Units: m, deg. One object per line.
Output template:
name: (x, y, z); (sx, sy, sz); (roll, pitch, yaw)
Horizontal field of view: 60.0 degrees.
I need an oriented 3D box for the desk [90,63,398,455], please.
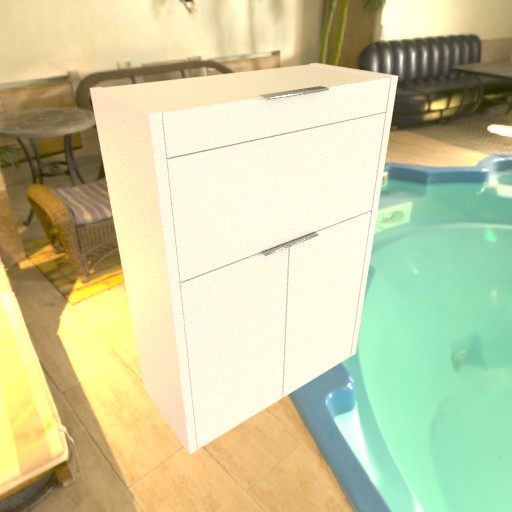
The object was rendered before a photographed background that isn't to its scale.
desk: (0.000, 0.000, 1.606); (0.850, 1.190, 0.390); (-21, 37, -31)
